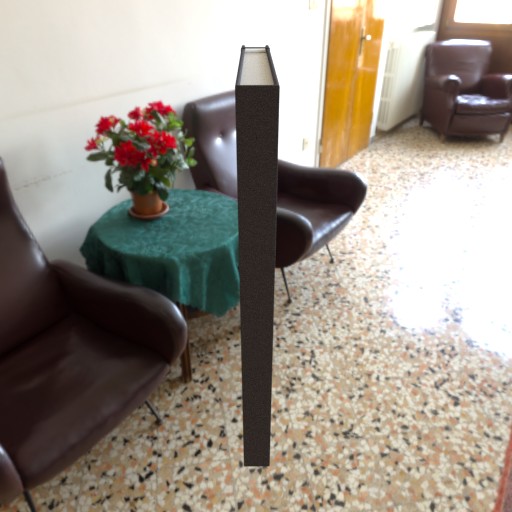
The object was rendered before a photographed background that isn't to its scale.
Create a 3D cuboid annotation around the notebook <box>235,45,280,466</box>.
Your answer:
[{"bbox_3d":[0.000,0.000,0.259,0.016,0.213,0.127,0,31,0],"label":"notebook"}]
